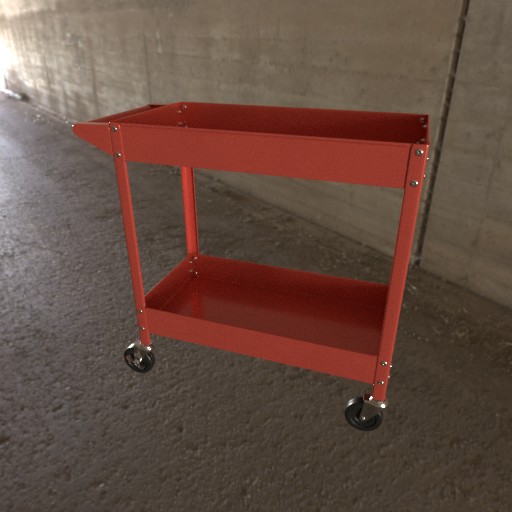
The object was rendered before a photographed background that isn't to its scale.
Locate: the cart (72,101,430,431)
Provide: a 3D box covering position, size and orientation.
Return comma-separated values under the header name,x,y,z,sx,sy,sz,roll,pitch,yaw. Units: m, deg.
name,x,y,z,sx,sy,sz,roll,pitch,yaw
cart,0.000,0.000,1.187,0.779,0.719,0.366,9,28,17
